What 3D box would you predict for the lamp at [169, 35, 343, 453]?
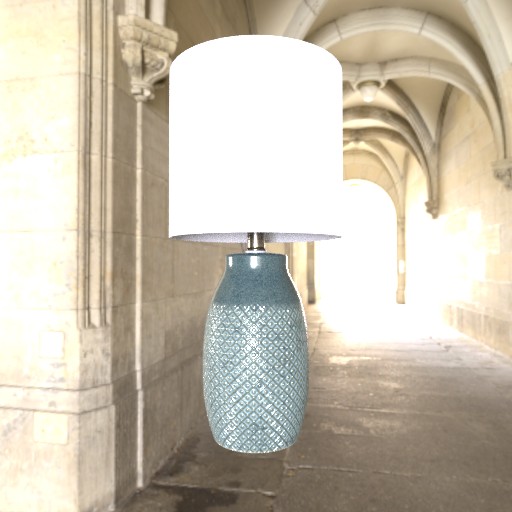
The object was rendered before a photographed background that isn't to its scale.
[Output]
[{"bbox_3d":[0.000,0.000,0.562,0.217,0.453,0.217,1,-2,-35],"label":"lamp"}]
